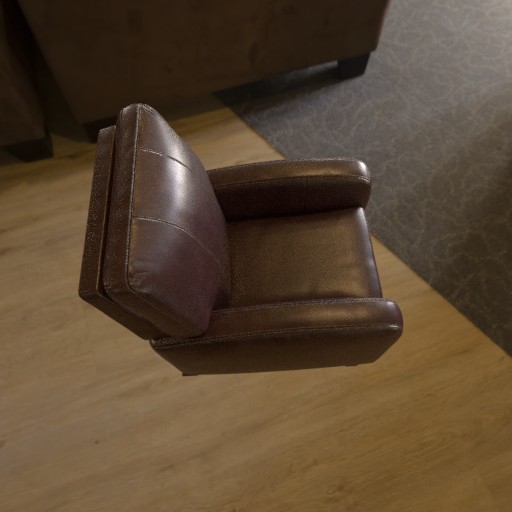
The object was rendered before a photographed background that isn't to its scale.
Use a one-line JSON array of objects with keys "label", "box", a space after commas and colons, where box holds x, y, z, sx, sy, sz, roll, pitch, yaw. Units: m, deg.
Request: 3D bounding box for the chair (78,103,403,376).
[{"label": "chair", "box": [0.000, 0.000, 1.682, 0.990, 0.990, 0.762, -3, 63, -2]}]
